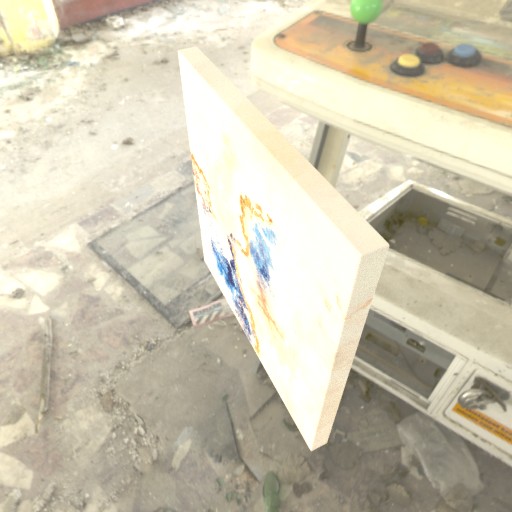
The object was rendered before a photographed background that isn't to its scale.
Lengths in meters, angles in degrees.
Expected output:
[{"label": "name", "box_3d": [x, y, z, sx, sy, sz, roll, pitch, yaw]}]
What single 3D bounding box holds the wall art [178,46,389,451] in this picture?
[{"label": "wall art", "box_3d": [0.000, 0.000, 1.577, 0.071, 1.061, 1.061, -20, 50, -17]}]
